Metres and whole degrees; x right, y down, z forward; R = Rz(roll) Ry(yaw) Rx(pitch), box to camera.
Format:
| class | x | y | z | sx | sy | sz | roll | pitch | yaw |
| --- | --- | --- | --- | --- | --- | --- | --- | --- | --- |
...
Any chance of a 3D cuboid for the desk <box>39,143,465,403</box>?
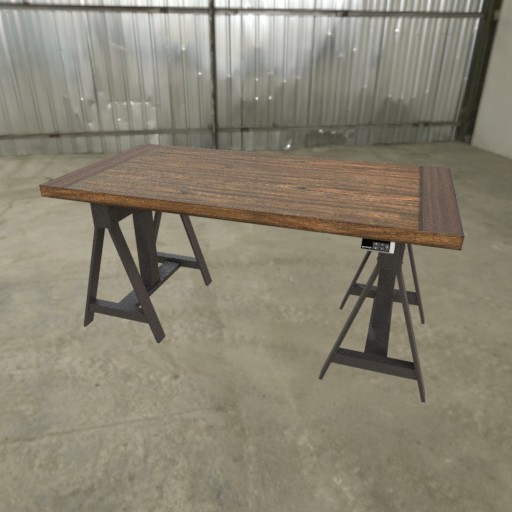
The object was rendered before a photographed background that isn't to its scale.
| class | x | y | z | sx | sy | sz | roll | pitch | yaw |
| --- | --- | --- | --- | --- | --- | --- | --- | --- | --- |
| desk | 0.000 | 0.000 | 1.977 | 1.543 | 0.725 | 0.784 | 9 | 28 | 16 |
